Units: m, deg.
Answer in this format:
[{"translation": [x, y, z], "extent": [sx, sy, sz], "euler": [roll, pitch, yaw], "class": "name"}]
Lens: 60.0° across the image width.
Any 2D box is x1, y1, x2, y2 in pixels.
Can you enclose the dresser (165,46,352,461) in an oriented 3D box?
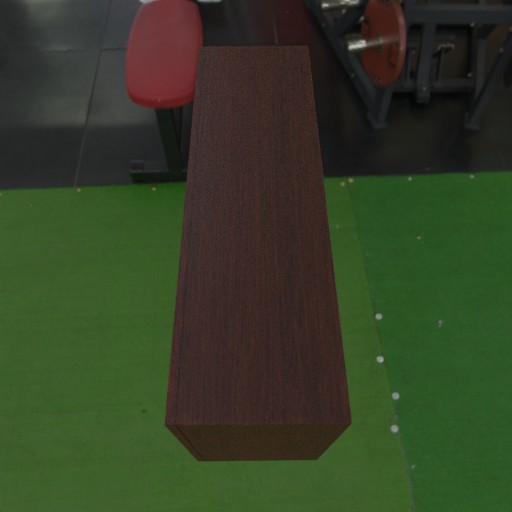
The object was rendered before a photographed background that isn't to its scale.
[{"translation": [0.000, 0.000, 1.985], "extent": [0.499, 0.971, 1.609], "euler": [-1, 59, 0], "class": "dresser"}]
